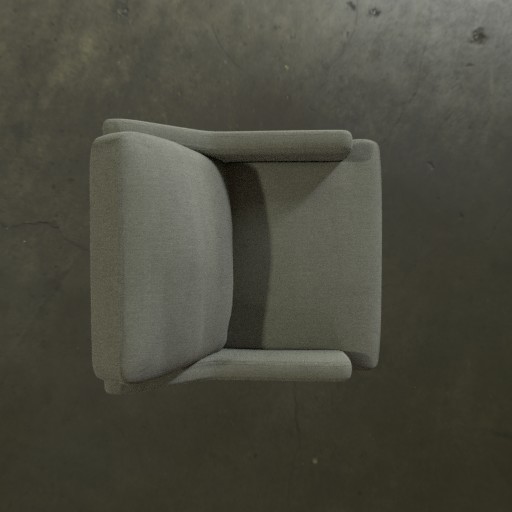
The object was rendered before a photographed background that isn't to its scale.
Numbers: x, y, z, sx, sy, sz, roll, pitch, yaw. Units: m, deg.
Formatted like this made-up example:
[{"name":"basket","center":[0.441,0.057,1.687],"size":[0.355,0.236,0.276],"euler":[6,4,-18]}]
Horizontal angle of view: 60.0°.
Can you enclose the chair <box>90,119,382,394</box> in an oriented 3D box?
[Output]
[{"name":"chair","center":[0.000,0.000,1.517],"size":[0.892,0.821,0.826],"euler":[0,91,0]}]
